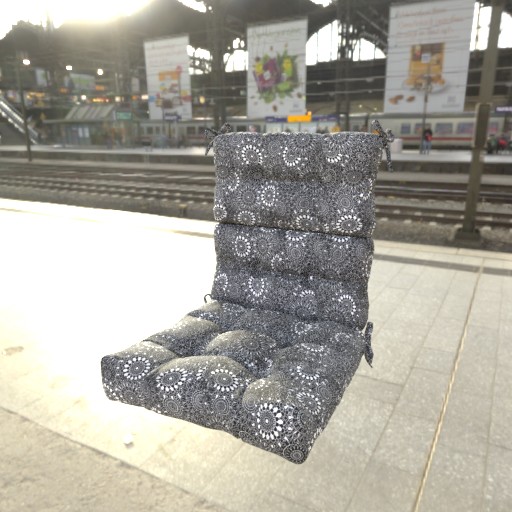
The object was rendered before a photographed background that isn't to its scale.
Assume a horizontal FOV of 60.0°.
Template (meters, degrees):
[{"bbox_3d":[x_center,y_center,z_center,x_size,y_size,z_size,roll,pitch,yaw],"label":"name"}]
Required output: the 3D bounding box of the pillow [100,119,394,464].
[{"bbox_3d":[0.000,0.000,1.017,0.519,0.605,0.571,8,17,26],"label":"pillow"}]
